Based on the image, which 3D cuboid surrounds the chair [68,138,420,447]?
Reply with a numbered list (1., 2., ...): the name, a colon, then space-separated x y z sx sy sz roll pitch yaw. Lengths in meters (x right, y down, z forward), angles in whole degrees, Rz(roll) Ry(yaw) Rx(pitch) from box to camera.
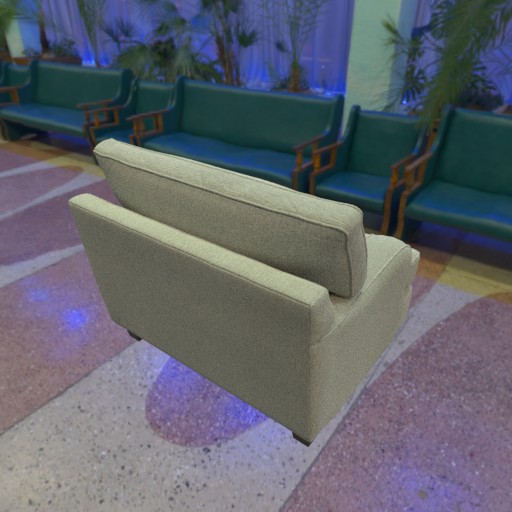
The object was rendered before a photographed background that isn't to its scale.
1. chair: 0.000 0.000 2.028 1.220 1.016 1.041 21 37 31
